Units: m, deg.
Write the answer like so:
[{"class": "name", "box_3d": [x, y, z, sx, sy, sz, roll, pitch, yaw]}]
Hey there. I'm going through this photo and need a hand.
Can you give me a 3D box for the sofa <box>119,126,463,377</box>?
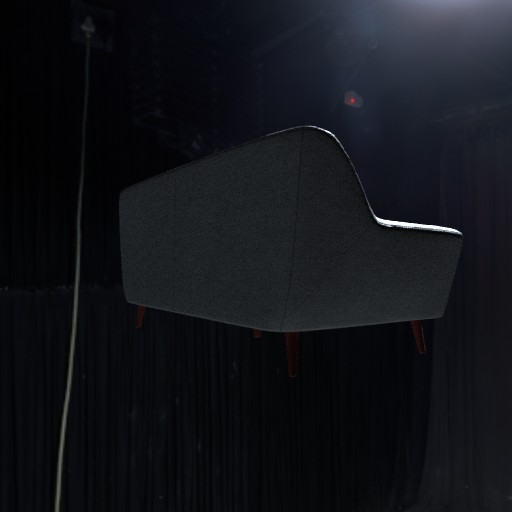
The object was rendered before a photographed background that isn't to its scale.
[{"class": "sofa", "box_3d": [0.000, 0.000, 2.454, 0.976, 0.897, 1.930, 1, -1, -36]}]
